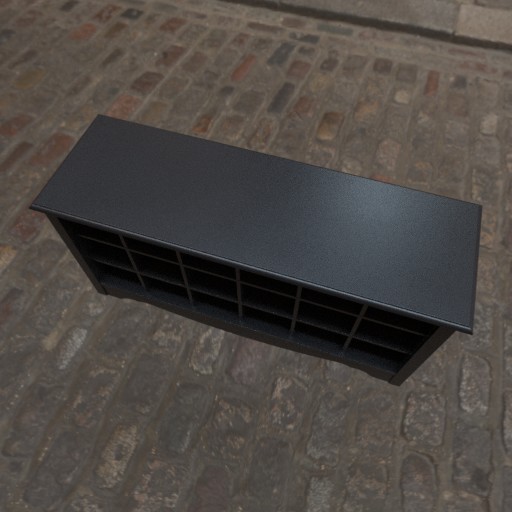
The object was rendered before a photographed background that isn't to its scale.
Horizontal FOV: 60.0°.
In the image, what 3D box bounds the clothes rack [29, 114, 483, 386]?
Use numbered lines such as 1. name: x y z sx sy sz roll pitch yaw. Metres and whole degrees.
1. clothes rack: 0.000 0.000 1.481 1.219 0.556 0.406 16 60 9
